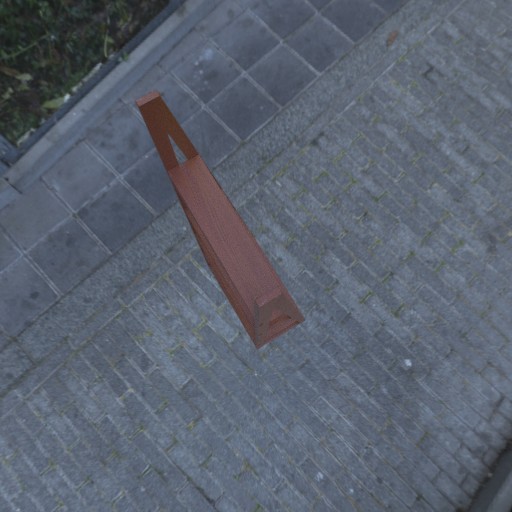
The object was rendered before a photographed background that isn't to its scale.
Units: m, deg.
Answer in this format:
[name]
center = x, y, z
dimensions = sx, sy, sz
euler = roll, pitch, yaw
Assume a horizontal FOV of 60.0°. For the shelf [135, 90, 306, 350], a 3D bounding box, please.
[shelf]
center = 0.000, 0.000, 1.957
dimensions = 0.356, 1.780, 0.630
euler = -30, 77, -8
